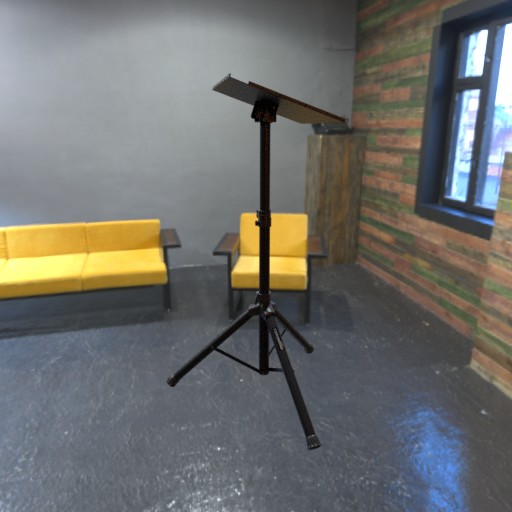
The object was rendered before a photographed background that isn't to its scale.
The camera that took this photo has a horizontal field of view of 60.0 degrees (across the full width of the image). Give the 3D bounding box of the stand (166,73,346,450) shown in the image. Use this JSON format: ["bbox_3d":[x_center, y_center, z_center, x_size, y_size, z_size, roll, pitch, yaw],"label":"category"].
[{"bbox_3d":[0.000,0.000,1.618,0.702,1.198,0.702,-3,16,-11],"label":"stand"}]
